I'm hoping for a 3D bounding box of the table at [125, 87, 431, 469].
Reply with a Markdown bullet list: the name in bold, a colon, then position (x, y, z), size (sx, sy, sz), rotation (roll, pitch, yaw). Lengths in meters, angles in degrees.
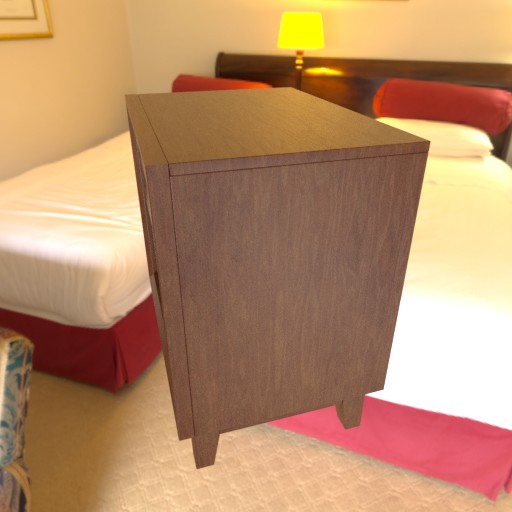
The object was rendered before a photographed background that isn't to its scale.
- **table**: position (0.000, 0.000, 0.969), size (0.449, 0.609, 0.557), rotation (-8, 30, -15)
